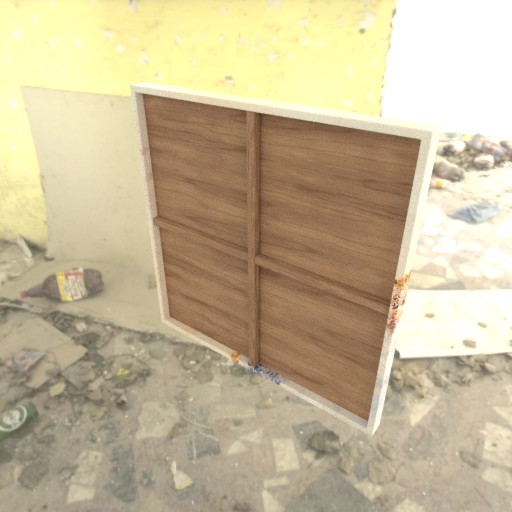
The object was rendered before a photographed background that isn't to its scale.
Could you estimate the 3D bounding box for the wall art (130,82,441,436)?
[{"bbox_3d":[0.000,0.000,1.579,1.061,1.061,0.071,21,36,31],"label":"wall art"}]
